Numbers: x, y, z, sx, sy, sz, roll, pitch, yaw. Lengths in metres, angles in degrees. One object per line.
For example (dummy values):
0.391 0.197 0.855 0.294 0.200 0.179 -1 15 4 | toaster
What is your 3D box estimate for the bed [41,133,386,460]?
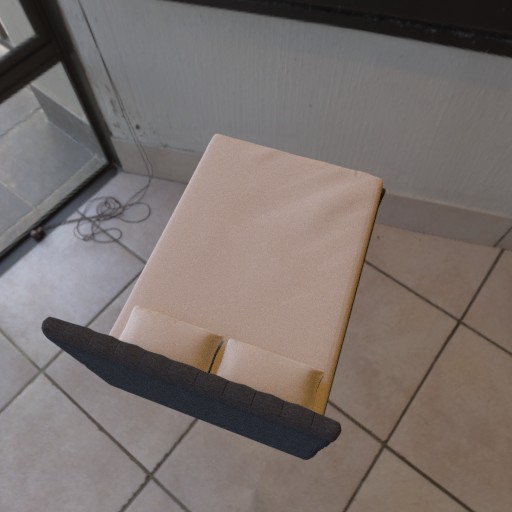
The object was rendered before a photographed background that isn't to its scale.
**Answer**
0.000 0.000 3.408 1.698 1.427 2.387 18 64 9 | bed
